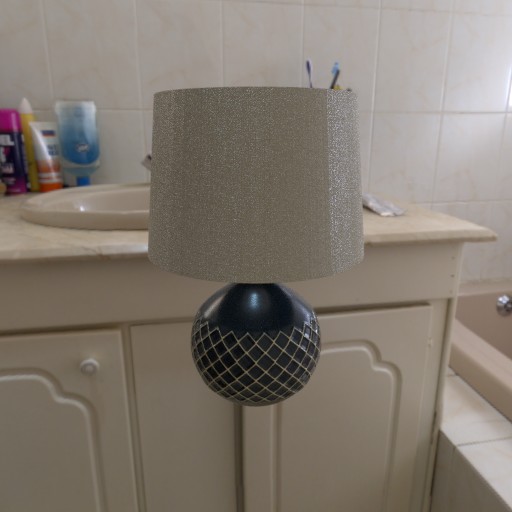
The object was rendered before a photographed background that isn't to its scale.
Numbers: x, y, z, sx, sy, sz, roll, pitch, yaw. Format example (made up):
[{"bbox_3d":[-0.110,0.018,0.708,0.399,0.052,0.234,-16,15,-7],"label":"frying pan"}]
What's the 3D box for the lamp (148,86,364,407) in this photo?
[{"bbox_3d":[0.000,0.000,0.793,0.376,0.540,0.376,0,16,0],"label":"lamp"}]
